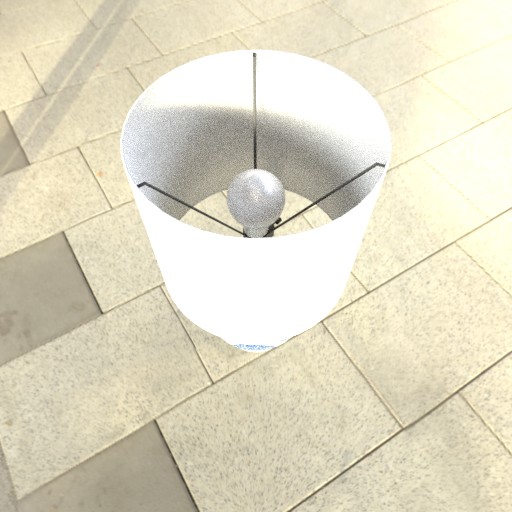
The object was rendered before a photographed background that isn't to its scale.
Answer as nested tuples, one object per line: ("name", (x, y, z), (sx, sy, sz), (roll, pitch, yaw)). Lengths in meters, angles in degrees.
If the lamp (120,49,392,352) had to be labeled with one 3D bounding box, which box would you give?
("lamp", (0.000, 0.000, 0.516), (0.215, 0.381, 0.215), (-30, 62, -17))
